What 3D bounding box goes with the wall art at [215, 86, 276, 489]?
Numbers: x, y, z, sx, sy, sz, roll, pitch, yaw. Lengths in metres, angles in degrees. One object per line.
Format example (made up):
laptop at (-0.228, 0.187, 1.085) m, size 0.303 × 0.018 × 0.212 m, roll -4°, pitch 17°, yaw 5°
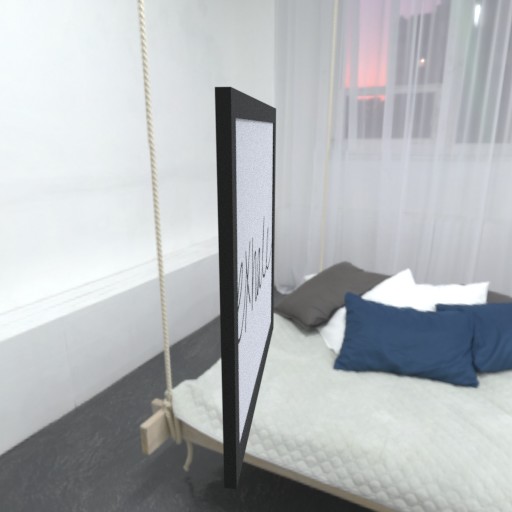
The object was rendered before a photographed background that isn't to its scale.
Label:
wall art at (0.000, 0.000, 0.541) m, size 0.012 × 0.357 × 0.358 m, roll 2°, pitch 16°, yaw 8°
